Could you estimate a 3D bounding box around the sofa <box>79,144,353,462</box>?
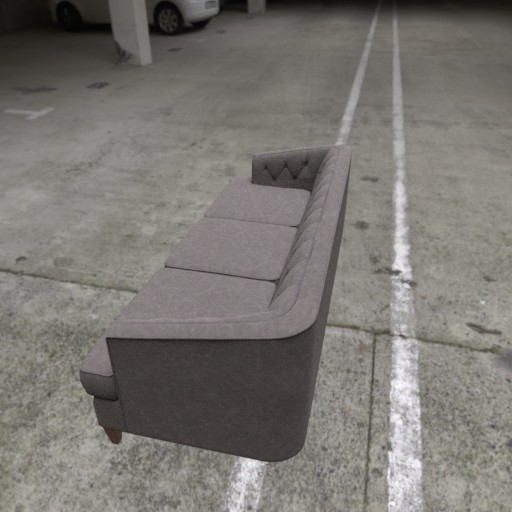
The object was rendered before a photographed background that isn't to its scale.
[{"bbox_3d":[0.000,0.000,2.587,0.917,0.806,2.247,7,31,12],"label":"sofa"}]
